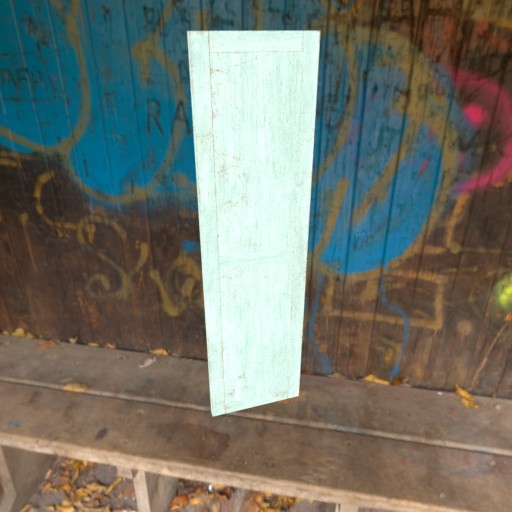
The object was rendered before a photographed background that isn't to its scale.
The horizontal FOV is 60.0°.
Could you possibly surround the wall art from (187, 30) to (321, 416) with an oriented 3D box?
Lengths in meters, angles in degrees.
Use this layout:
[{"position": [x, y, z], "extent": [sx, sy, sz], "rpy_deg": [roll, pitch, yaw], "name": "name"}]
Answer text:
[{"position": [0.000, 0.000, 1.346], "extent": [0.329, 1.219, 0.025], "rpy_deg": [-8, 28, -16], "name": "wall art"}]
